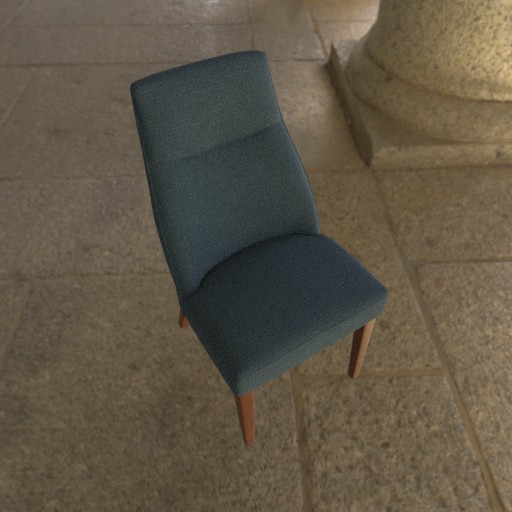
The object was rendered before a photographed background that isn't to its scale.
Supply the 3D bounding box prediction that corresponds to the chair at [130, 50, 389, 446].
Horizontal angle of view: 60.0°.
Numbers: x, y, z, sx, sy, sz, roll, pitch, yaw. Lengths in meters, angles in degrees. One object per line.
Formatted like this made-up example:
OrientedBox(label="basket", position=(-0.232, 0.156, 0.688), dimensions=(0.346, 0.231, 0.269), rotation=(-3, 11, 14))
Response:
OrientedBox(label="chair", position=(0.000, 0.000, 1.289), dimensions=(0.500, 0.930, 0.620), rotation=(-25, 53, -21))
